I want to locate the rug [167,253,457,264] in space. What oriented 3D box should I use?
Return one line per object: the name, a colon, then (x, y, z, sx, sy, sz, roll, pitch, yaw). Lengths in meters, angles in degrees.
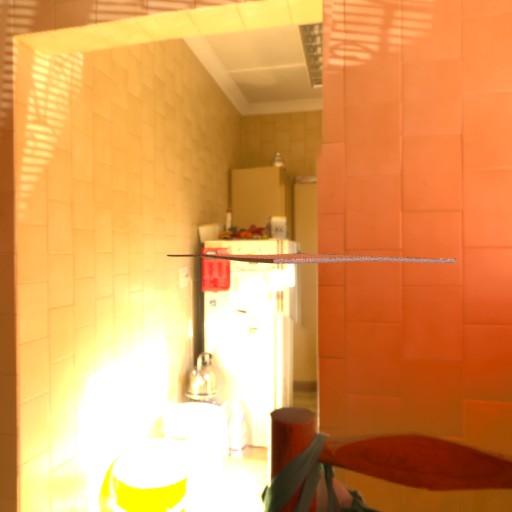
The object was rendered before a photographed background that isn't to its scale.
rug: (0.000, 0.000, 2.508, 0.692, 0.032, 2.320, 0, 1, -19)
